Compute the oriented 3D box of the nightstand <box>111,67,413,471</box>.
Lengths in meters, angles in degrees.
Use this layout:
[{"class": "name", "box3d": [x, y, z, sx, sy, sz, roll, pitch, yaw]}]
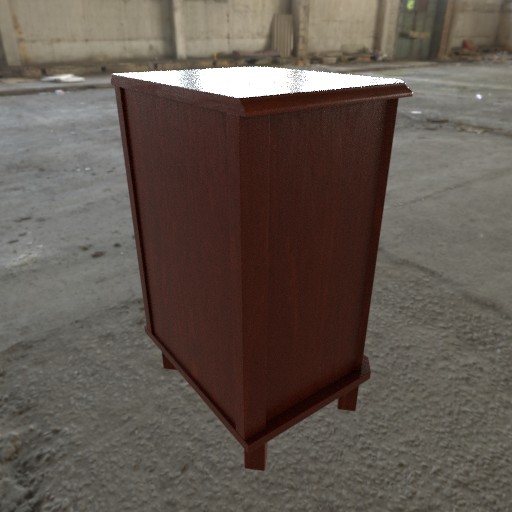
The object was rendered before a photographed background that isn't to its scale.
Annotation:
[{"class": "nightstand", "box3d": [0.000, 0.000, 0.906, 0.351, 0.681, 0.435, -18, 32, -32]}]
